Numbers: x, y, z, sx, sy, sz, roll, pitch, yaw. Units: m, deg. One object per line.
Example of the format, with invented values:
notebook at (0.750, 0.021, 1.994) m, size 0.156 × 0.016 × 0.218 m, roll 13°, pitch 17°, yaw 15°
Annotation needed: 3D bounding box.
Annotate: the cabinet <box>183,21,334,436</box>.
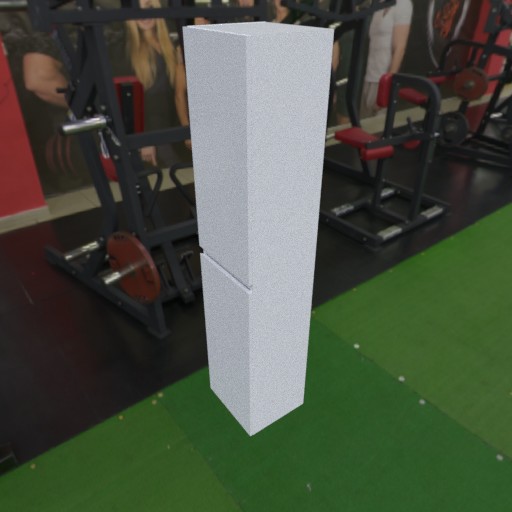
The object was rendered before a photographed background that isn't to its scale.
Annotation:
cabinet at (0.000, 0.000, 1.523) m, size 0.270 × 1.400 × 0.300 m, roll -21°, pitch 37°, yaw -30°
